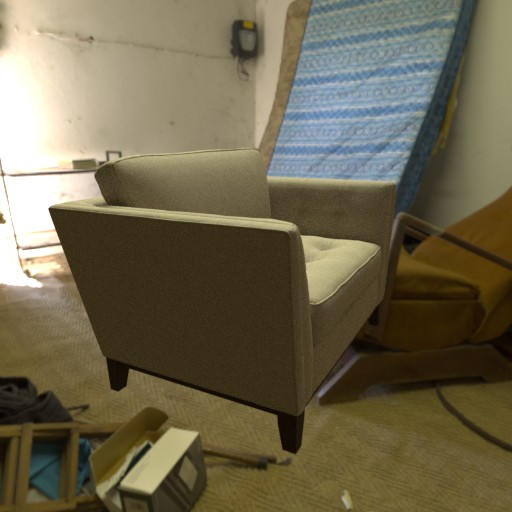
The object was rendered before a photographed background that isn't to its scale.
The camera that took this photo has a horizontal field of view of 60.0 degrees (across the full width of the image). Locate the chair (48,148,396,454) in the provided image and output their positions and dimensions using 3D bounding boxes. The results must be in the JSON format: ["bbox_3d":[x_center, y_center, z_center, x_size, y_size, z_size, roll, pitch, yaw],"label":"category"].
[{"bbox_3d":[0.000,0.000,2.042,0.965,0.940,1.397,8,17,27],"label":"chair"}]
